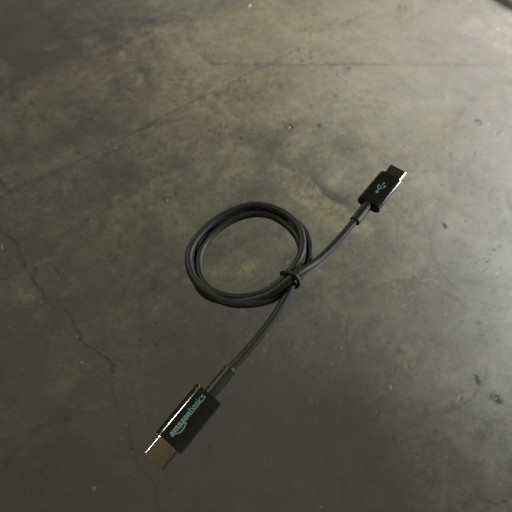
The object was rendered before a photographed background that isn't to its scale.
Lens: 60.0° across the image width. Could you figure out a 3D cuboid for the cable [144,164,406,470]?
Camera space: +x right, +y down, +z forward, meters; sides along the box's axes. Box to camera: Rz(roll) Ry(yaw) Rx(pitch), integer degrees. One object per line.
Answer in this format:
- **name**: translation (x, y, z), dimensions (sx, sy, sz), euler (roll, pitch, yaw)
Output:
- **cable**: translation (0.000, 0.000, 0.229), dimensions (0.070, 0.014, 0.203), euler (34, 64, 19)
